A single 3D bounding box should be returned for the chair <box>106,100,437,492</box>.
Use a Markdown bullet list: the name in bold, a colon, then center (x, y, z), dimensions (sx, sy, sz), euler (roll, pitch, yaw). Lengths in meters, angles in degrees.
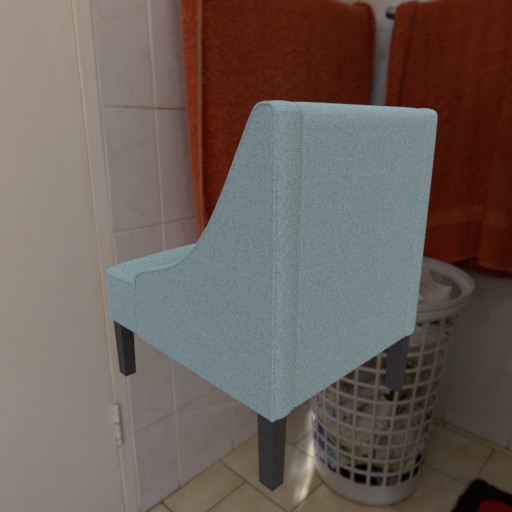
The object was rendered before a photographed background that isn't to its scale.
- **chair**: center (0.000, 0.000, 1.799), dimensions (0.857, 1.133, 1.025), euler (-15, 22, -42)
